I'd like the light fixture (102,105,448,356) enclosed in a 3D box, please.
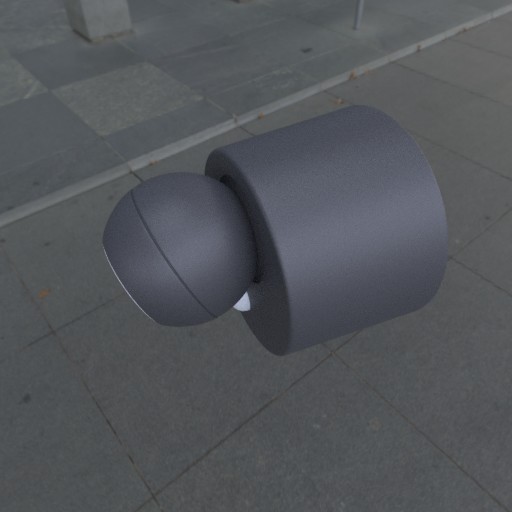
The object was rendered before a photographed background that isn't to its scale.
[{"bbox_3d":[0.000,0.000,0.263,0.160,0.143,0.134,-18,49,-17],"label":"light fixture"}]
